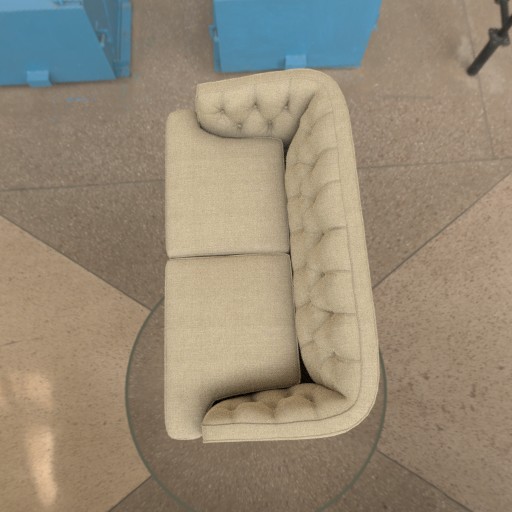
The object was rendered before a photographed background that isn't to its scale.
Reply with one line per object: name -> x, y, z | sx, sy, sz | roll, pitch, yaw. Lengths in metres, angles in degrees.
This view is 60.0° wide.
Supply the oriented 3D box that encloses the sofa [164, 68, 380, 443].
sofa -> 0.000, 0.000, 2.291 | 0.941, 0.855, 1.733 | -3, 74, -1
